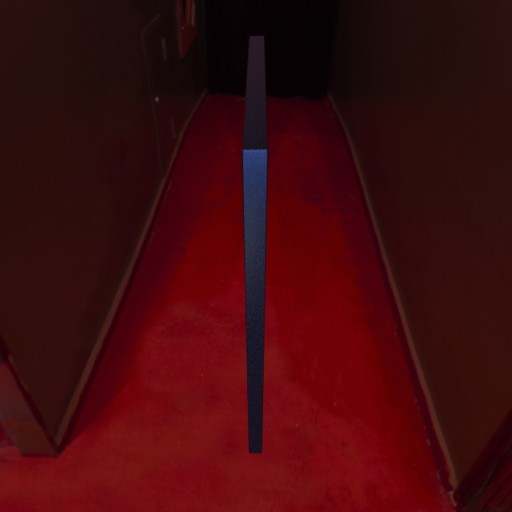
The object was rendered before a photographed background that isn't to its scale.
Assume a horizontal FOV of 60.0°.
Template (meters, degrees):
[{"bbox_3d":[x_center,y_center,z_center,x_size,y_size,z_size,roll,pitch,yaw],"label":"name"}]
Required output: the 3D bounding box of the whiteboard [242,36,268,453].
[{"bbox_3d":[0.000,0.000,0.774,0.026,0.611,0.406,0,40,0],"label":"whiteboard"}]
